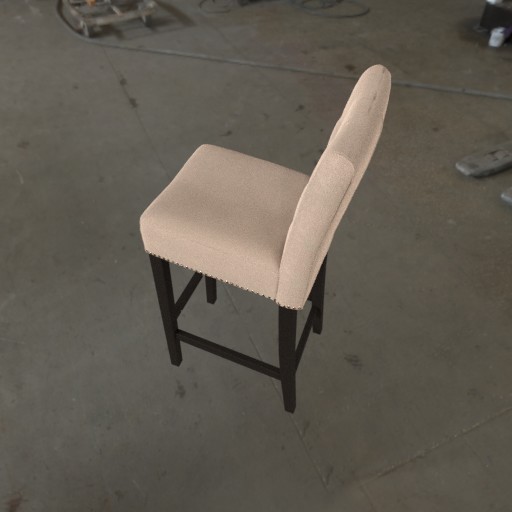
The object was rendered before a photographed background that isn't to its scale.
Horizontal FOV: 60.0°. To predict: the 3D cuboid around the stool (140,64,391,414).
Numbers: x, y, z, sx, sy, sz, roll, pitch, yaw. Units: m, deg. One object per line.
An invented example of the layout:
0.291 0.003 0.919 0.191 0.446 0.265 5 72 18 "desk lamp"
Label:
0.000 0.000 1.311 0.548 1.047 0.411 15 48 14 "stool"
